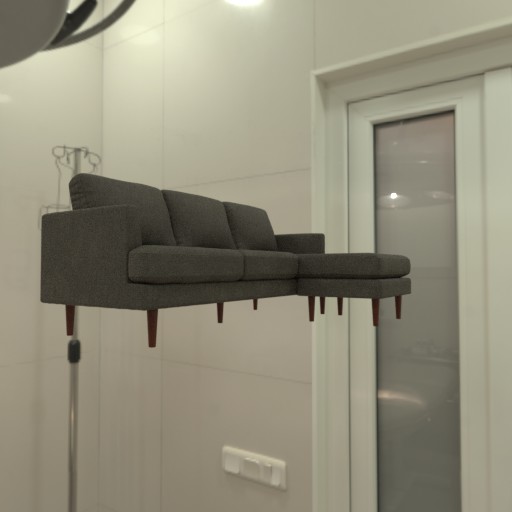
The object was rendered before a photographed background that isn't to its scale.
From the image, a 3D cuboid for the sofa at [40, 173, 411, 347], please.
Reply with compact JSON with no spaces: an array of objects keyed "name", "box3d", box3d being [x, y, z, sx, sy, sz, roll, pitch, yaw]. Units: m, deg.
[{"name":"sofa","box3d":[0.000,0.000,3.036,1.504,0.956,2.233,-1,-2,34]}]
